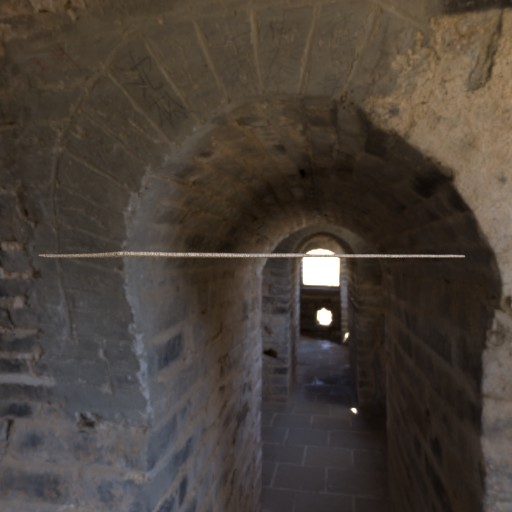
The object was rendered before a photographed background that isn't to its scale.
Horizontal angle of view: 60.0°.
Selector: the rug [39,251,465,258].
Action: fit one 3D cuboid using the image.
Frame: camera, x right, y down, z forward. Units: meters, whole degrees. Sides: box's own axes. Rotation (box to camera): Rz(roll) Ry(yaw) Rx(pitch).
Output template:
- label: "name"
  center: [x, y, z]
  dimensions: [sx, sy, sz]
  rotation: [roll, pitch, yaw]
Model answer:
- label: "rug"
  center: [0.000, 0.000, 2.272]
  dimensions: [1.822, 0.018, 1.211]
  rotation: [0, 0, -36]
